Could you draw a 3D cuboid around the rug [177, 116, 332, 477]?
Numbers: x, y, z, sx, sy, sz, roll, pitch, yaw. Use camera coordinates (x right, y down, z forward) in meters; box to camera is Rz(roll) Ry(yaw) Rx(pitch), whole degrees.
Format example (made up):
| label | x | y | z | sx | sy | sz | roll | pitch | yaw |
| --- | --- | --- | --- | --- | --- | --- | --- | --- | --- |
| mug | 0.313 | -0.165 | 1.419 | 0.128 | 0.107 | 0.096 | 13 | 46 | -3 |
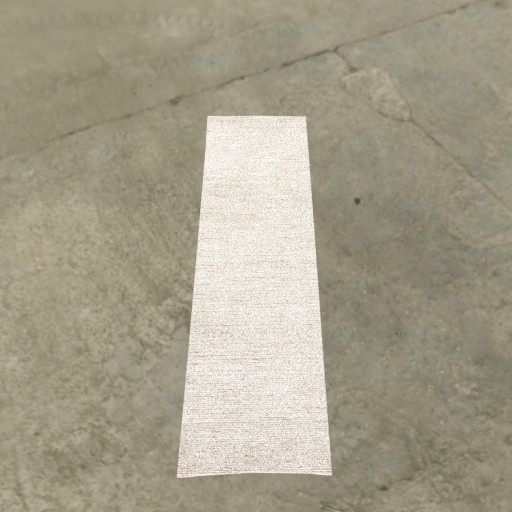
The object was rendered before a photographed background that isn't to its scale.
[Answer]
| label | x | y | z | sx | sy | sz | roll | pitch | yaw |
| --- | --- | --- | --- | --- | --- | --- | --- | --- | --- |
| rug | 0.000 | 0.000 | 2.614 | 0.712 | 0.013 | 2.346 | 0 | 60 | 0 |
